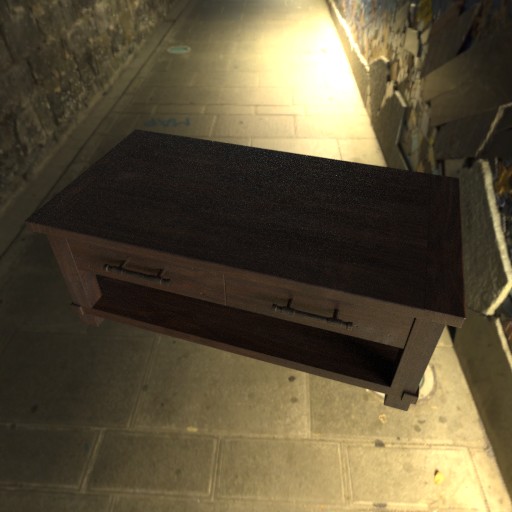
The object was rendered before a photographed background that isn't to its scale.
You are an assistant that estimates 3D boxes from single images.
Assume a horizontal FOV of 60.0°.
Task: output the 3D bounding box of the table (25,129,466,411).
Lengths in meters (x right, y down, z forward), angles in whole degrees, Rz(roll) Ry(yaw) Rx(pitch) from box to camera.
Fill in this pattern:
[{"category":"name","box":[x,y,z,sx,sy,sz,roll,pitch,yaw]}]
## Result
[{"category":"table","box":[0.000,0.000,1.604,1.270,0.494,0.700,12,42,13]}]
